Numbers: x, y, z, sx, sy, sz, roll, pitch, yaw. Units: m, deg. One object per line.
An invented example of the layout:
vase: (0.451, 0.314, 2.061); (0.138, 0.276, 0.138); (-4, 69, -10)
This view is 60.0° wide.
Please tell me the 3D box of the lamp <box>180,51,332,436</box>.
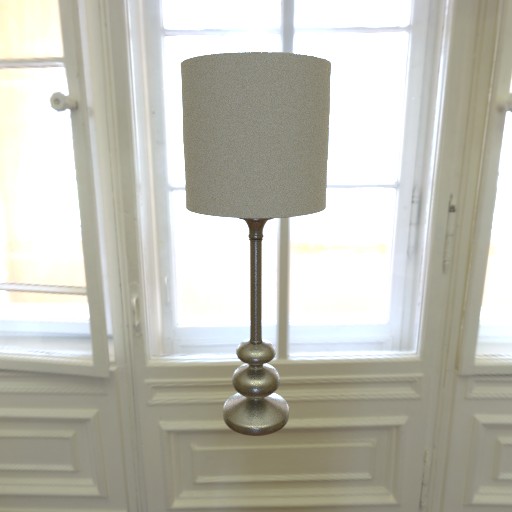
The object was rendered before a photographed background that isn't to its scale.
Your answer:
lamp: (0.000, 0.000, 0.834); (0.254, 0.690, 0.254); (-14, 20, -43)
